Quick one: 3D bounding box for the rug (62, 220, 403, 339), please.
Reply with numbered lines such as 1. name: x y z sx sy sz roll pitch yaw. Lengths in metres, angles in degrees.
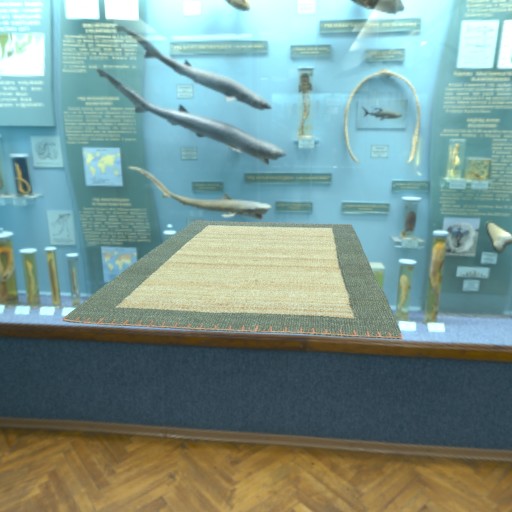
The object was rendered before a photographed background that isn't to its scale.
1. rug: 0.000 0.000 3.037 1.521 0.006 2.435 2 15 7
